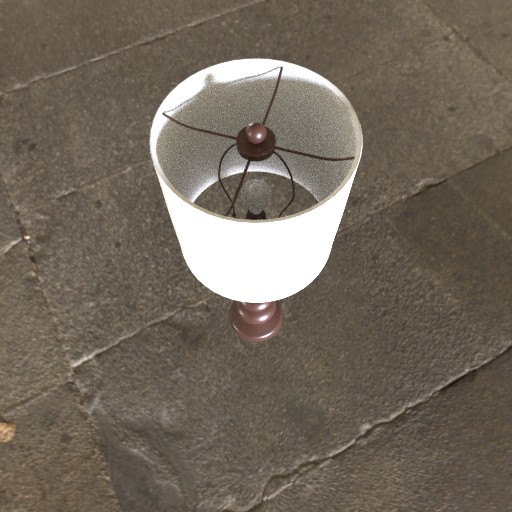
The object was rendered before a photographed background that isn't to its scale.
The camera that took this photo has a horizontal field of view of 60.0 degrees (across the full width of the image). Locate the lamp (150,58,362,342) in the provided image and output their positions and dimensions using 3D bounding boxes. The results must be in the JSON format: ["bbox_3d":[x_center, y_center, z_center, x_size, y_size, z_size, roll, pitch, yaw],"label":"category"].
[{"bbox_3d":[0.000,0.000,0.827,0.254,0.690,0.254,15,65,7],"label":"lamp"}]
